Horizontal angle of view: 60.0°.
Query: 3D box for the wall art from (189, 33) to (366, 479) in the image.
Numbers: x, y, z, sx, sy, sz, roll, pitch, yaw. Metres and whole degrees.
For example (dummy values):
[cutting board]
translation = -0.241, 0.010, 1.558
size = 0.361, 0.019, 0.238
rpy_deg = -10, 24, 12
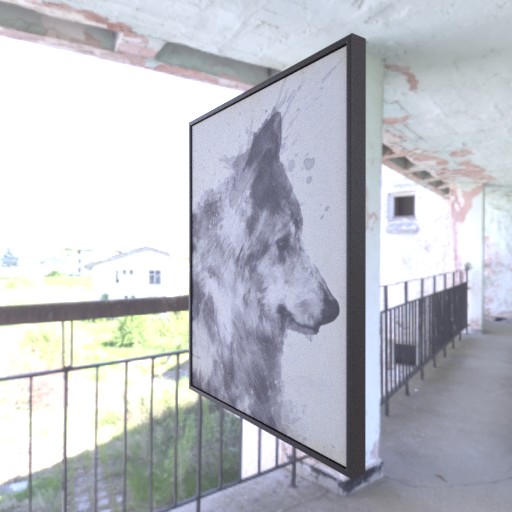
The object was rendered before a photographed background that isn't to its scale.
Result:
[wall art]
translation = 0.000, 0.000, 0.739
size = 0.028, 0.551, 0.451
rpy_deg = 0, 0, -35
